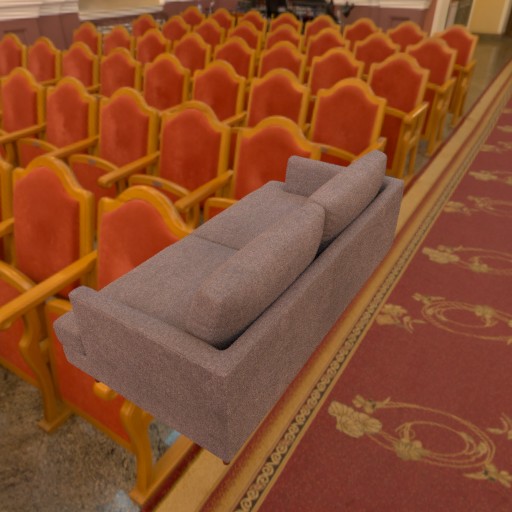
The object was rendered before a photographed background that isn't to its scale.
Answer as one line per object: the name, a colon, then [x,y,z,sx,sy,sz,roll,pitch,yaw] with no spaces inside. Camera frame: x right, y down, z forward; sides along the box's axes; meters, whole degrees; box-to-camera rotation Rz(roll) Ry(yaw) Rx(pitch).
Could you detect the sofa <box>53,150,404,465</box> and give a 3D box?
sofa: [0.000,0.000,2.496,1.020,0.868,1.948,20,38,27]
